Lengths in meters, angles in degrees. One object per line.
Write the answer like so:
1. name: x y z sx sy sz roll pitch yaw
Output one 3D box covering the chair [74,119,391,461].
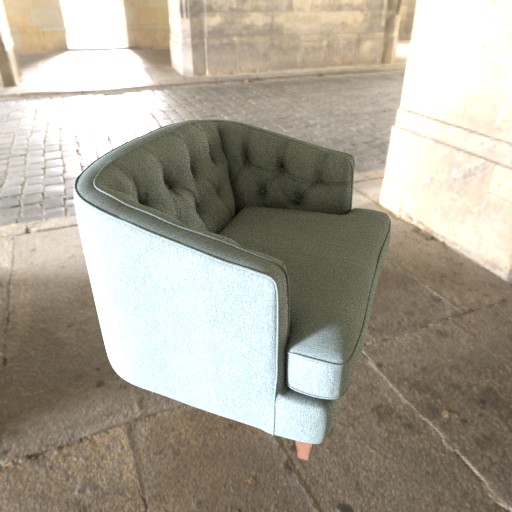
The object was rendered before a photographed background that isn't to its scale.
1. chair: 0.000 0.000 1.725 0.945 0.852 1.094 11 32 18
